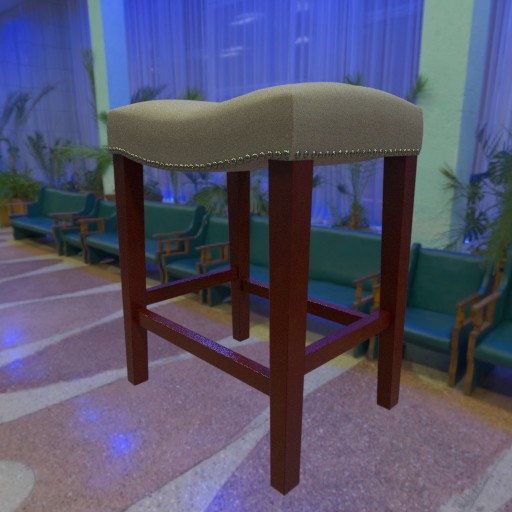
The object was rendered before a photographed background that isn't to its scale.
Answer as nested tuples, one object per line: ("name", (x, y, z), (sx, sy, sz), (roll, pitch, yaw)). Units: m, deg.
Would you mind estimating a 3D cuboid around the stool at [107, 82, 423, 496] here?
("stool", (0.000, 0.000, 0.919), (0.375, 0.632, 0.509), (-14, 20, -43))
